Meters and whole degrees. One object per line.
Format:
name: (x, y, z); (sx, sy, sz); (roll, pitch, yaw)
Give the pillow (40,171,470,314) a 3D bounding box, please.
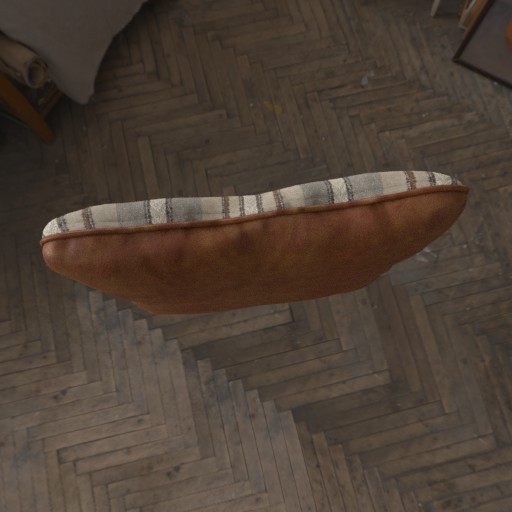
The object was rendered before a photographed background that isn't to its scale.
pillow: (0.000, 0.000, 0.710); (0.489, 0.490, 0.130); (-7, 77, -2)
